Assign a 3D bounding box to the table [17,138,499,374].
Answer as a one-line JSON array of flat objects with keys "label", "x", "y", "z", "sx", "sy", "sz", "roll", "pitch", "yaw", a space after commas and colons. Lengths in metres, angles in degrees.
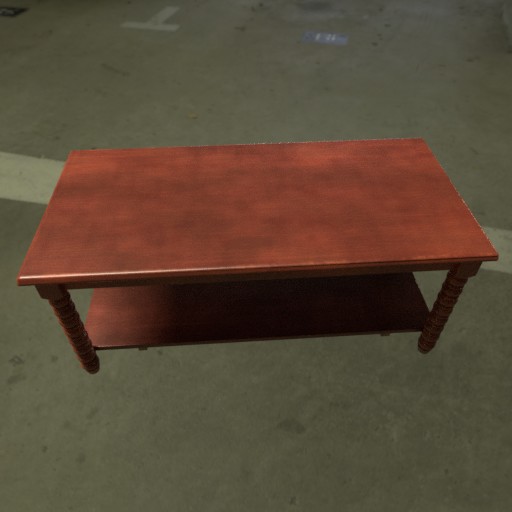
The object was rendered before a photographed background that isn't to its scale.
[{"label": "table", "x": 0.000, "y": 0.000, "z": 1.434, "sx": 1.171, "sy": 0.485, "sz": 0.580, "roll": -3, "pitch": 45, "yaw": -3}]
